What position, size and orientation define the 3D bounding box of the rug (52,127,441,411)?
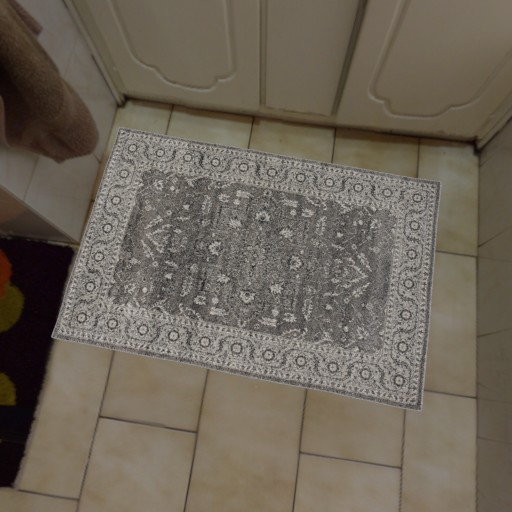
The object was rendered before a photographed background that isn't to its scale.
[{"bbox_3d":[0.000,0.000,2.300,1.828,0.019,1.209,11,74,3],"label":"rug"}]
